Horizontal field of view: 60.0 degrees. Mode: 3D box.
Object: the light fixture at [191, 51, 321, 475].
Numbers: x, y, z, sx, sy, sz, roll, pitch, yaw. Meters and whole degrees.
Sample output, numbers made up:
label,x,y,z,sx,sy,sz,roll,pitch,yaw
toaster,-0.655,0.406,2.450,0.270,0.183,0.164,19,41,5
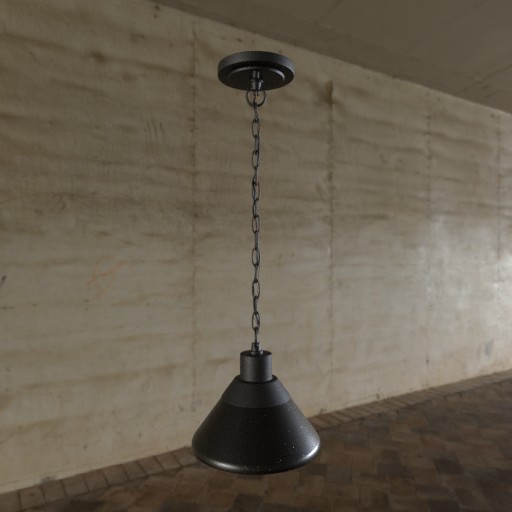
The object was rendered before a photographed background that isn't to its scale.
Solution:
label,x,y,z,sx,sy,sz,roll,pitch,yaw
light fixture,0.000,0.000,0.695,0.201,0.588,0.201,0,0,1
